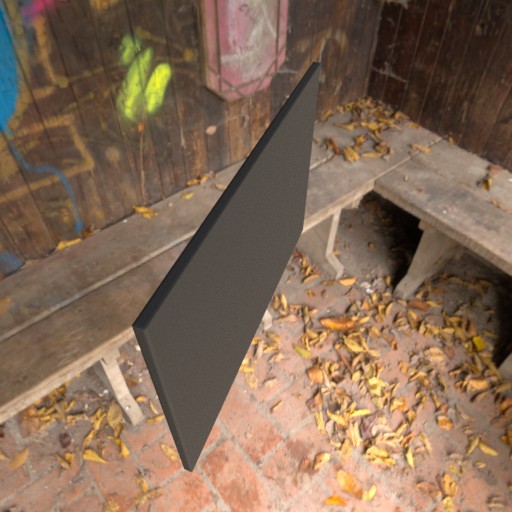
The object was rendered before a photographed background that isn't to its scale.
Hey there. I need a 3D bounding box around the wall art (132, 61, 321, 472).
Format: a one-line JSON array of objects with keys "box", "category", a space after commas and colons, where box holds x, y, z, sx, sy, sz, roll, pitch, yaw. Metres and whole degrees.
[{"box": [0.000, 0.000, 1.198, 0.026, 0.656, 0.958, 16, 49, 14], "category": "wall art"}]
